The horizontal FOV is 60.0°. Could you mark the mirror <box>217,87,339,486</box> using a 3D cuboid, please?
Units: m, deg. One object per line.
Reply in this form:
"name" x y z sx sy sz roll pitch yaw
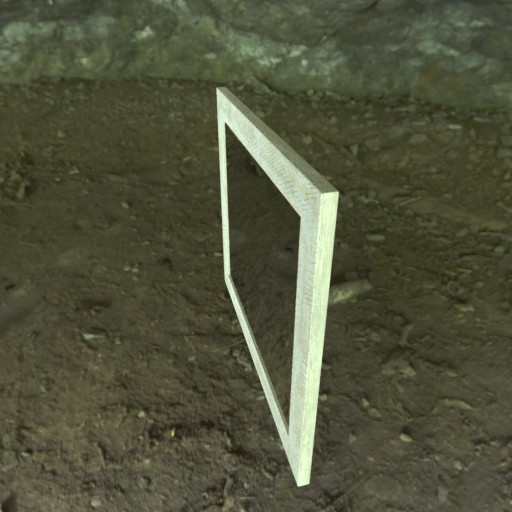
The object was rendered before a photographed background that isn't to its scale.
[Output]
"mirror" 0.000 0.000 1.144 0.028 0.689 0.839 -7 32 -12
